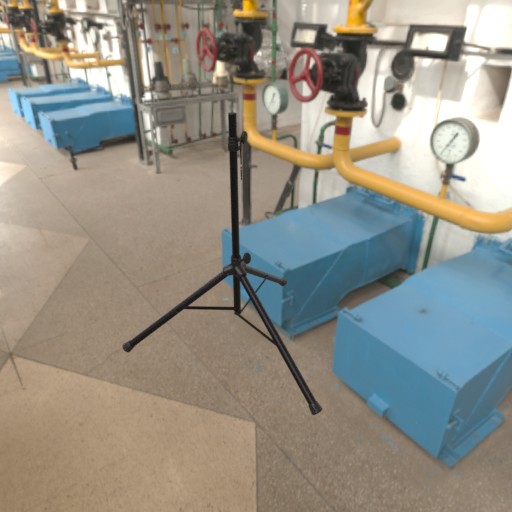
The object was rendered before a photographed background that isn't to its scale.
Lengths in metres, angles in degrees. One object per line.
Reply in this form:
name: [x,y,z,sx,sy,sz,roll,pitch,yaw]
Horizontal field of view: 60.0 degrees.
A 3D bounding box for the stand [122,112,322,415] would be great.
stand: [0.000,0.000,1.894,1.045,1.136,0.907,-19,35,-30]
